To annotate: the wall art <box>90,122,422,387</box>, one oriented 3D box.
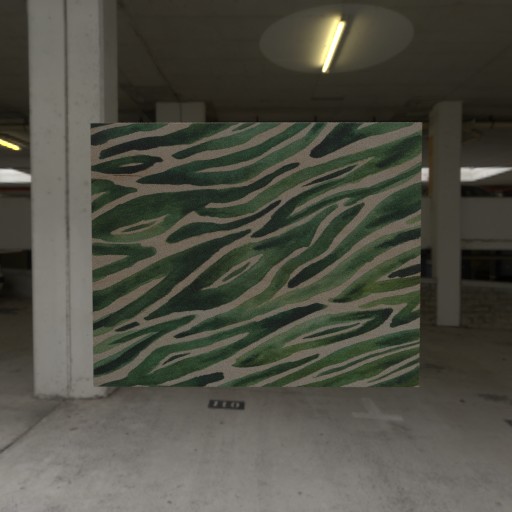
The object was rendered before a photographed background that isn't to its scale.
[{"bbox_3d":[0.000,0.000,0.690,0.508,0.408,0.012,0,2,0],"label":"wall art"}]
